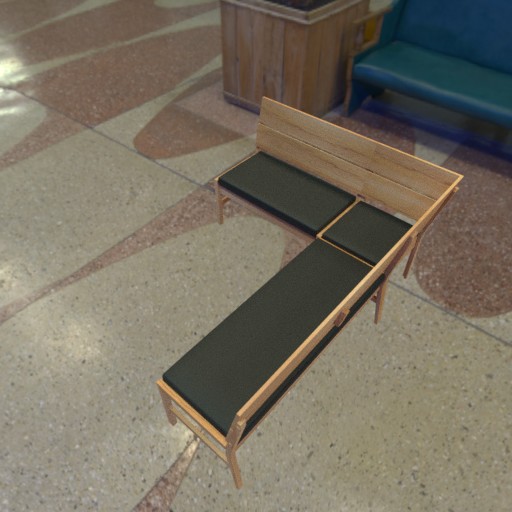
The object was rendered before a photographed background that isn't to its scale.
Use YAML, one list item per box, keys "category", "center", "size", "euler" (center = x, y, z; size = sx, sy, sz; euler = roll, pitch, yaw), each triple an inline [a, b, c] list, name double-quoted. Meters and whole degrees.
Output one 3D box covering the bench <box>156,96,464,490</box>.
- category: "bench"
  center: [0.000, 0.000, 2.766]
  size: [1.548, 0.890, 1.948]
  euler: [32, 53, 27]
